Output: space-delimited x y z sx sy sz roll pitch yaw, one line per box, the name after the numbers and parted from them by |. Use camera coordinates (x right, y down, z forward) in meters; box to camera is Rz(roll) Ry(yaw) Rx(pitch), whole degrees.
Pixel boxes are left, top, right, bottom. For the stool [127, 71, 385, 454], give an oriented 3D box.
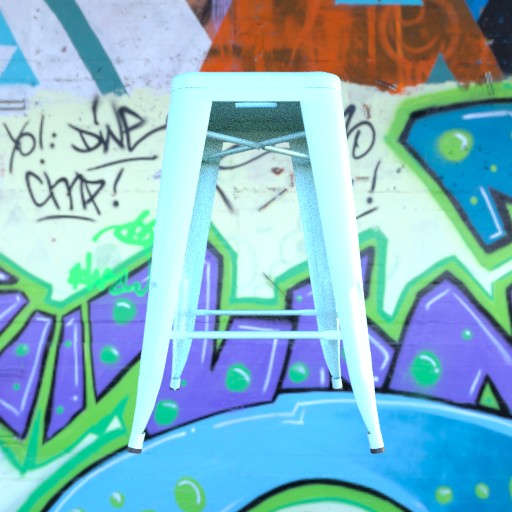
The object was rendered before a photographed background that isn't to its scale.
0.000 0.000 0.853 0.399 0.609 0.359 0 -1 0 | stool
